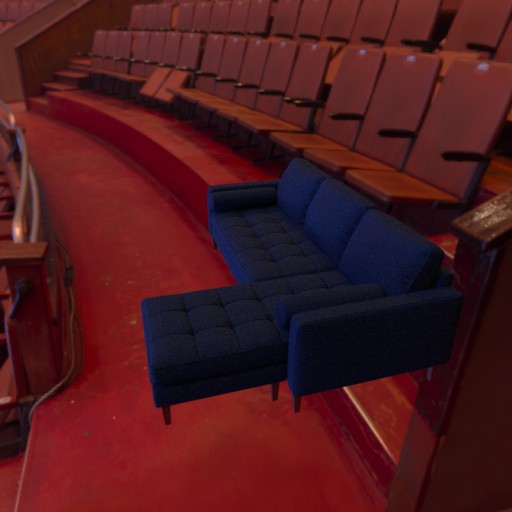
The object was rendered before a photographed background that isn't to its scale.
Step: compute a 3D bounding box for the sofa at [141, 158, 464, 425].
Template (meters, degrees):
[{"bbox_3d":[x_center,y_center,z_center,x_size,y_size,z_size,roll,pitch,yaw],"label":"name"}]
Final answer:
[{"bbox_3d":[0.000,0.000,3.060,1.613,0.841,2.185,-8,28,-15],"label":"sofa"}]
